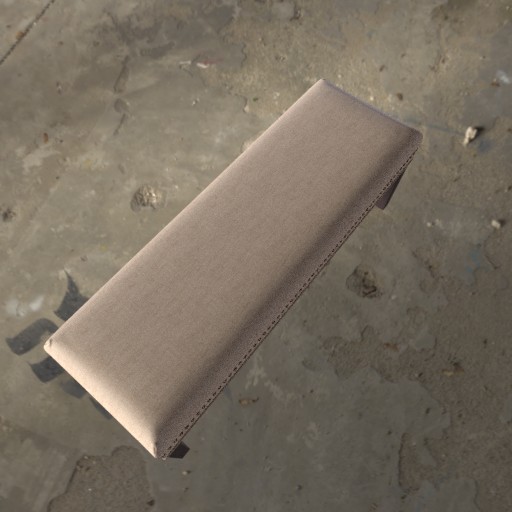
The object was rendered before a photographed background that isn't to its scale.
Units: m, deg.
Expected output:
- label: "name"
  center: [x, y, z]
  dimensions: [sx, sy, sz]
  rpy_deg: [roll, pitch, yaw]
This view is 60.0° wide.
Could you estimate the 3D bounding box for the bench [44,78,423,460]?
- label: "bench"
  center: [0.000, 0.000, 1.426]
  dimensions: [0.410, 0.457, 1.219]
  rpy_deg: [36, 69, 16]
